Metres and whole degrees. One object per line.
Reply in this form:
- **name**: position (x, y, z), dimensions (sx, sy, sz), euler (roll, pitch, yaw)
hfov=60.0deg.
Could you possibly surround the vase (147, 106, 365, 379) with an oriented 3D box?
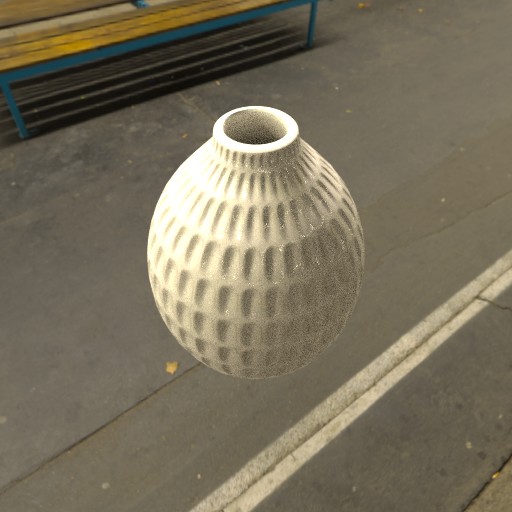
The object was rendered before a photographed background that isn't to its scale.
- **vase**: position (0.000, 0.000, 0.338), dimensions (0.162, 0.223, 0.162), euler (0, 47, 0)
